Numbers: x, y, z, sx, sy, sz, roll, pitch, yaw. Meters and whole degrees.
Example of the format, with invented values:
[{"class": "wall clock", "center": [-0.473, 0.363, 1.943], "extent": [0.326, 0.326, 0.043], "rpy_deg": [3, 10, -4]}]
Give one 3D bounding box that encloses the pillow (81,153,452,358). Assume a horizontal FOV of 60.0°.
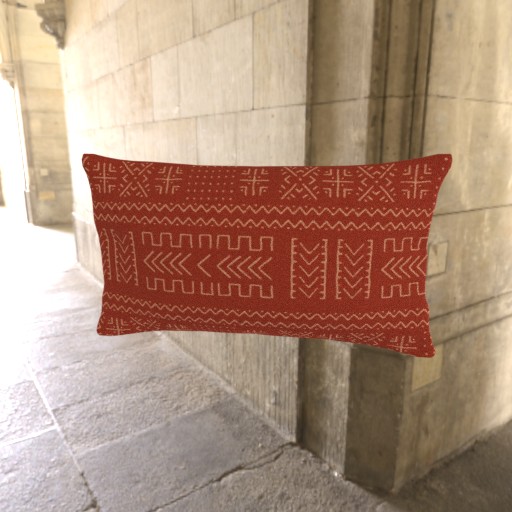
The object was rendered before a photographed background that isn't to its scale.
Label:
[{"class": "pillow", "center": [0.000, 0.000, 0.782], "extent": [0.640, 0.352, 0.130], "rpy_deg": [2, 14, 8]}]
